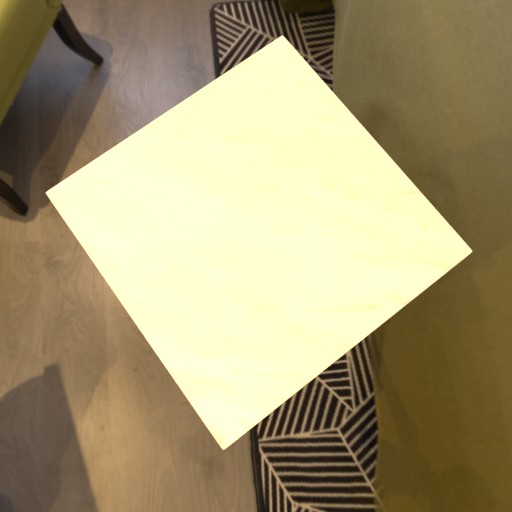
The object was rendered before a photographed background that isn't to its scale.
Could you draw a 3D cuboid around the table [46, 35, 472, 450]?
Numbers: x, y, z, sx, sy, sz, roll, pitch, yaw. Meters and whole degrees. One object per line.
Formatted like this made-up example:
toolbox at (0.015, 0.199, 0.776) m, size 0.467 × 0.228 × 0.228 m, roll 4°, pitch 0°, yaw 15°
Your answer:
table at (0.000, 0.000, 0.798) m, size 0.455 × 0.431 × 0.455 m, roll -36°, pitch 80°, yaw -7°
